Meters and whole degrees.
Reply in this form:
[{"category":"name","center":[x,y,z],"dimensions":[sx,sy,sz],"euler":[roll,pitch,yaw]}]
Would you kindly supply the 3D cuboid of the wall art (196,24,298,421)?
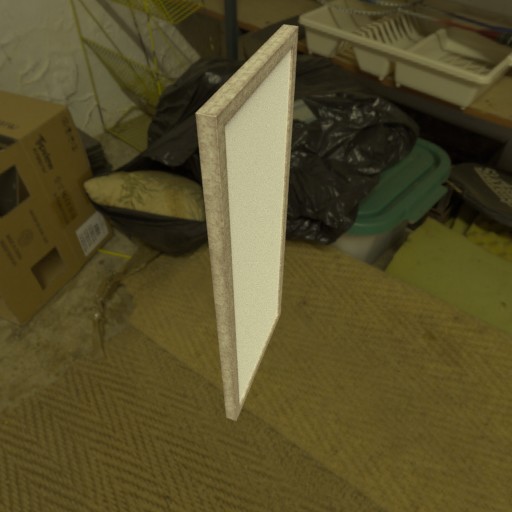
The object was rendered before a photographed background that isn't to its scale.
[{"category":"wall art","center":[0.000,0.000,1.705],"dimensions":[0.051,1.461,0.648],"euler":[14,46,14]}]
